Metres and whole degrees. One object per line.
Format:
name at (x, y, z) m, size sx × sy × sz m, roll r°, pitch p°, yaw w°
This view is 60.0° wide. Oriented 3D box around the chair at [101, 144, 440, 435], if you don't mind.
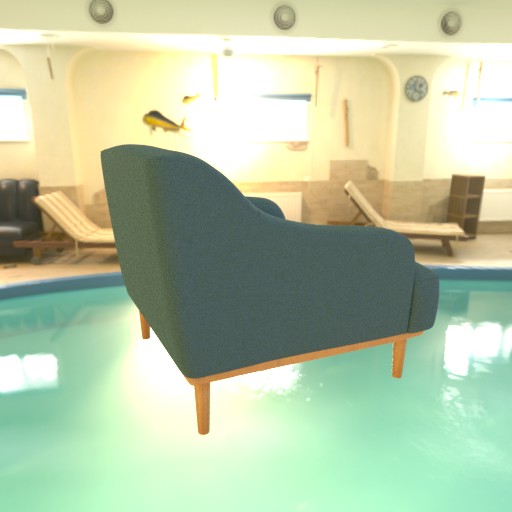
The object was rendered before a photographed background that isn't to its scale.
chair at (0.000, 0.000, 1.663) m, size 0.951 × 0.818 × 0.946 m, roll -7°, pitch 17°, yaw -26°
